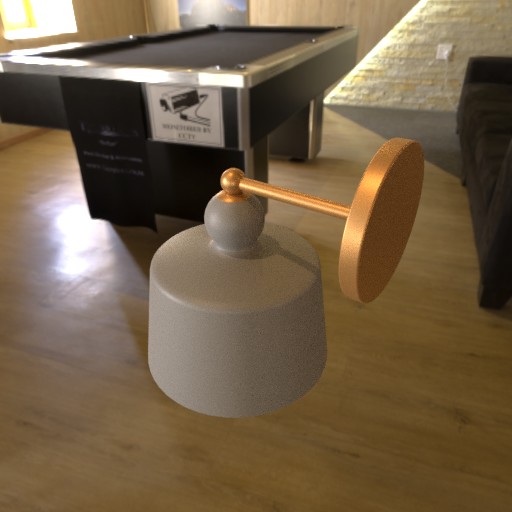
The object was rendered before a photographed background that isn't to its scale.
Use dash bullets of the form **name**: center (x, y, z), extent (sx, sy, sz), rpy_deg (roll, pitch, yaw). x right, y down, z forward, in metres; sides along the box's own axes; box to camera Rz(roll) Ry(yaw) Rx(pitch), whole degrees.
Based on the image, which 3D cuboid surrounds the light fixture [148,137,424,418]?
- **light fixture**: center (0.000, 0.000, 0.433), extent (0.254, 0.268, 0.204), rpy_deg (20, 37, 30)
